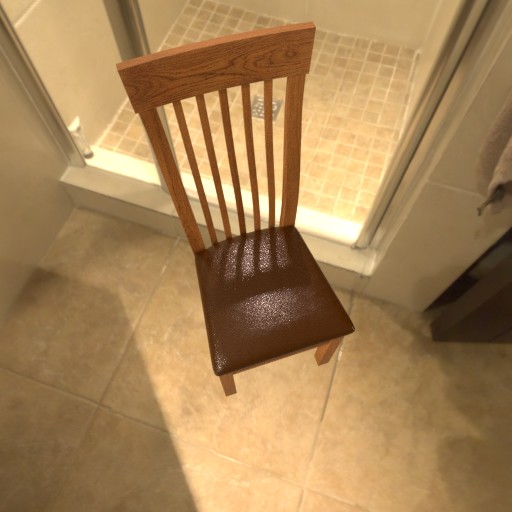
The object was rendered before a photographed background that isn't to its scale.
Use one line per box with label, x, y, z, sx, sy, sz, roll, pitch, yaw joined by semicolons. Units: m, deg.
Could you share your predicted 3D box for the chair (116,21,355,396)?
chair;0.000;0.000;1.324;0.450;1.050;0.580;-16;64;-8
